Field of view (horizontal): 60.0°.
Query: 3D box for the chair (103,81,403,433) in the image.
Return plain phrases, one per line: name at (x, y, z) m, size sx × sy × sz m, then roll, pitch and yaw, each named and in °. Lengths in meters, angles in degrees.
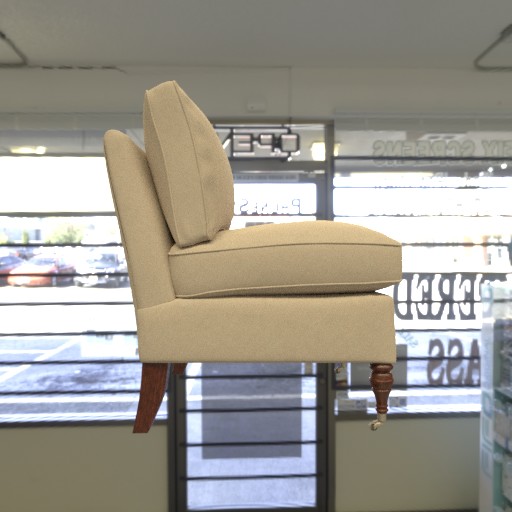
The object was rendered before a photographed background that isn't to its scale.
chair at (0.000, 0.000, 1.648) m, size 0.912 × 1.052 × 0.724 m, roll 0°, pitch 1°, yaw 0°
